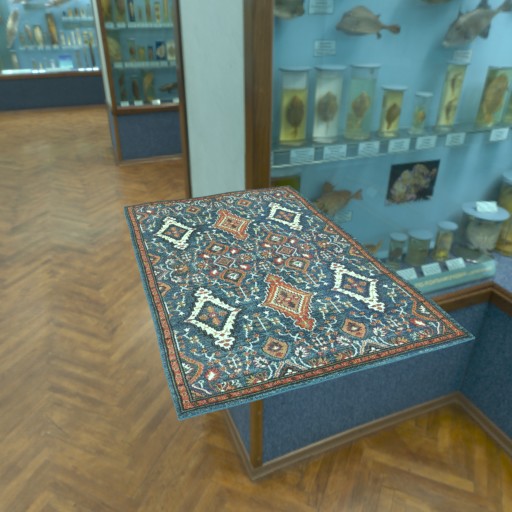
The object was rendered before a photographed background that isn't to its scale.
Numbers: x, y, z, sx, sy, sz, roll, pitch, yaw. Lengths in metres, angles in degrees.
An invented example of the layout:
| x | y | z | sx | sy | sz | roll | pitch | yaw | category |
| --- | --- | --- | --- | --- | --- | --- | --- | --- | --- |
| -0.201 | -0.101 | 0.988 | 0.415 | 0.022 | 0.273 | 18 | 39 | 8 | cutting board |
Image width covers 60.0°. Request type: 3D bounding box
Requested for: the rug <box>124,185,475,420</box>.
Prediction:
| x | y | z | sx | sy | sz | roll | pitch | yaw | category |
| --- | --- | --- | --- | --- | --- | --- | --- | --- | --- |
| 0.000 | 0.000 | 2.331 | 1.195 | 0.014 | 1.847 | -10 | 31 | -17 | rug |
